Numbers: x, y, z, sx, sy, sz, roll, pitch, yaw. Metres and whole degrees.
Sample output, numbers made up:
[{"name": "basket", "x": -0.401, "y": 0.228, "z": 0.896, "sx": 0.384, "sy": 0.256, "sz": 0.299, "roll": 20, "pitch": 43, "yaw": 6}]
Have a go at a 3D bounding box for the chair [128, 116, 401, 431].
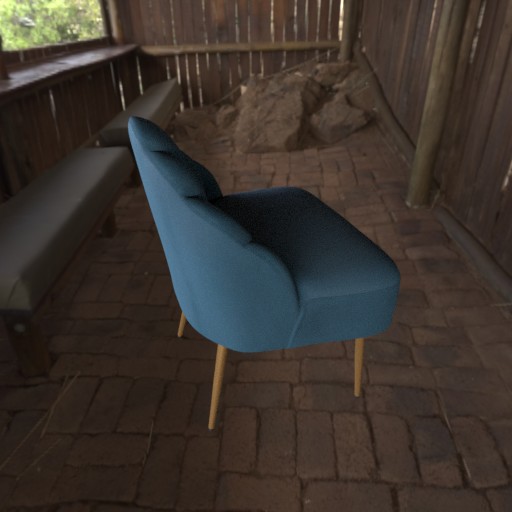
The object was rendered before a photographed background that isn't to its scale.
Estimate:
[{"name": "chair", "x": 0.000, "y": 0.000, "z": 1.270, "sx": 0.599, "sy": 0.819, "sz": 0.657, "roll": -11, "pitch": 32, "yaw": -17}]
